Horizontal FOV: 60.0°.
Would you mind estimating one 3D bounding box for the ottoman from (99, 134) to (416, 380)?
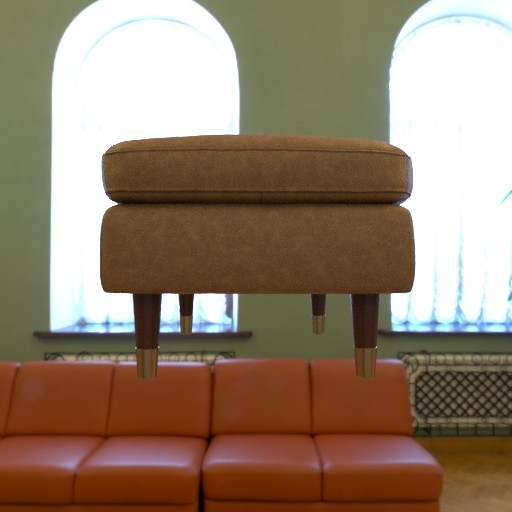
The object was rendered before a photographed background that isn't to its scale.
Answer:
[{"bbox_3d":[0.000,0.000,1.131,0.593,0.478,0.747,0,-1,-1],"label":"ottoman"}]
